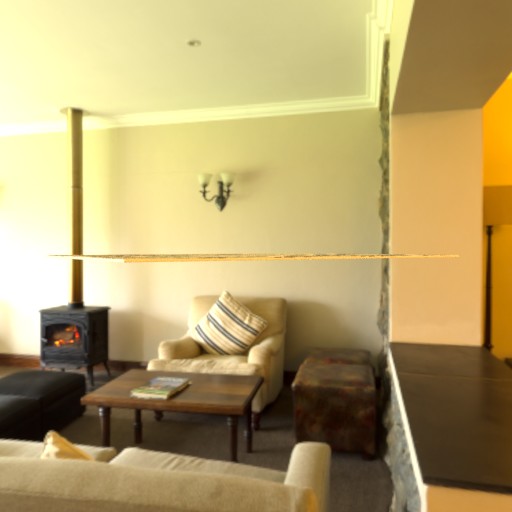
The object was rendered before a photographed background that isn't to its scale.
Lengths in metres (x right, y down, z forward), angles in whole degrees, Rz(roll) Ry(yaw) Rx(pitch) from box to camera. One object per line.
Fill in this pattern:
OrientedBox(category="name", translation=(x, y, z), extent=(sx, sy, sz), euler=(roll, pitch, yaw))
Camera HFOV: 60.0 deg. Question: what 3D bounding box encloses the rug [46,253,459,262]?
OrientedBox(category="rug", translation=(0.000, 0.000, 2.918), extent=(2.275, 0.014, 1.514), euler=(-1, 1, -36))
